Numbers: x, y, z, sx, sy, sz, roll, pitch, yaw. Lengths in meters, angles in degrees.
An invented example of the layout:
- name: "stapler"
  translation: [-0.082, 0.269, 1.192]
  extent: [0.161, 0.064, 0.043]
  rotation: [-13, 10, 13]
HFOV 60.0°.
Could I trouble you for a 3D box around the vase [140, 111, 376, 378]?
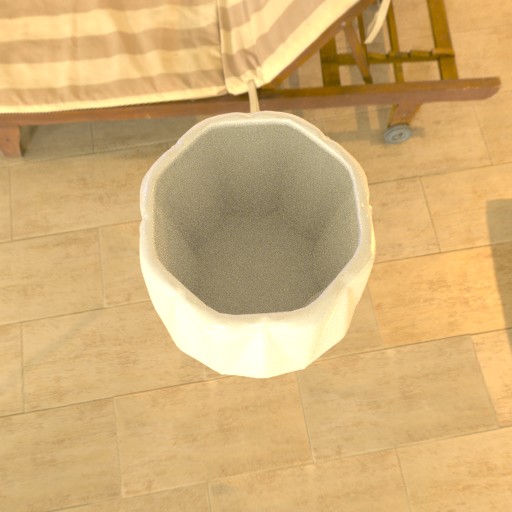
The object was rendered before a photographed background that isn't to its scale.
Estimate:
- name: "vase"
  translation: [0.000, 0.000, 0.264]
  extent: [0.141, 0.152, 0.141]
  rotation: [0, 75, 0]
